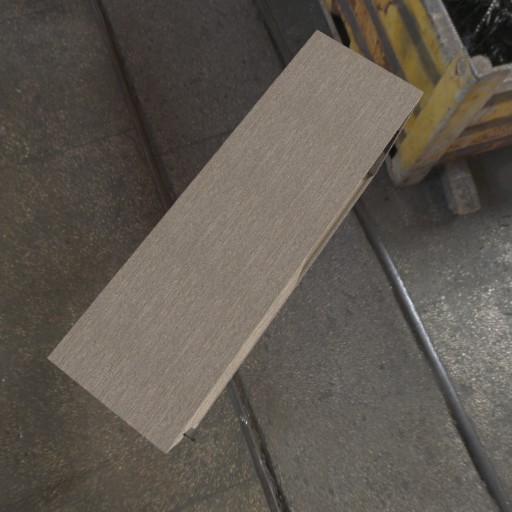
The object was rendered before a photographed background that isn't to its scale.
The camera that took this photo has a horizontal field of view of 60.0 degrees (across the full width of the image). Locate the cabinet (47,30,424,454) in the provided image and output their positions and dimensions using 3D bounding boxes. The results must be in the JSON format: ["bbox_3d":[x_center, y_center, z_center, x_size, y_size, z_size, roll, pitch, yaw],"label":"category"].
[{"bbox_3d":[0.000,0.000,1.562,0.405,0.787,1.194,35,78,9],"label":"cabinet"}]
